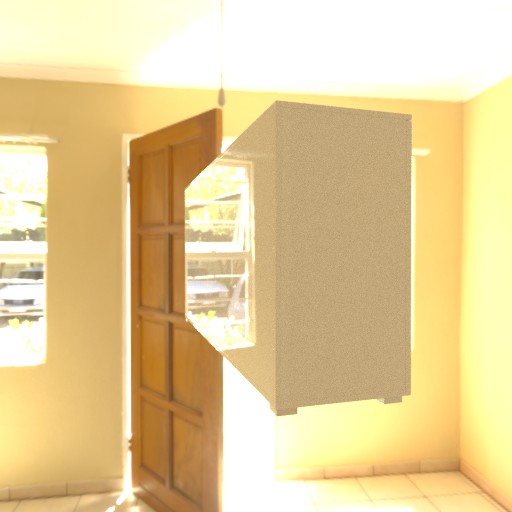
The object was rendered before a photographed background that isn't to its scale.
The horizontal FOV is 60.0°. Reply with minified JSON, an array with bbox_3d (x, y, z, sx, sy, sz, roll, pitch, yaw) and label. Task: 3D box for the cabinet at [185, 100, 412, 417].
[{"bbox_3d":[0.000,0.000,1.962,0.400,0.800,1.650,0,1,-17],"label":"cabinet"}]
